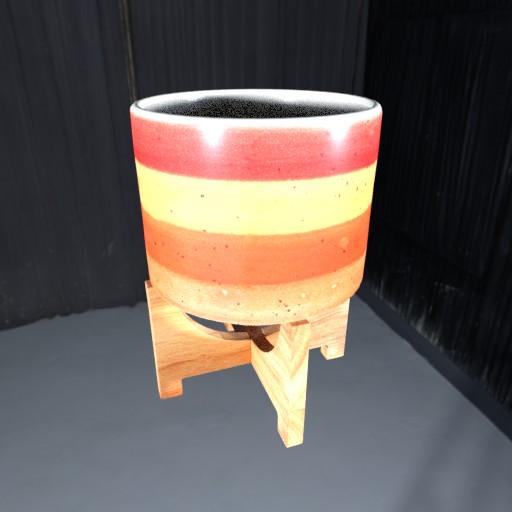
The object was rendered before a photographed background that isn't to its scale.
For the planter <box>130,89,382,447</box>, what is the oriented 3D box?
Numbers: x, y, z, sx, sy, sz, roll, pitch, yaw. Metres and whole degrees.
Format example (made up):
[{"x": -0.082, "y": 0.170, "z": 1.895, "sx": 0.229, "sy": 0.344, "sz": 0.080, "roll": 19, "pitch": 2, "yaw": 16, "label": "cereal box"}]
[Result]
[{"x": 0.000, "y": 0.000, "z": 0.402, "sx": 0.199, "sy": 0.268, "sz": 0.199, "roll": 0, "pitch": 26, "yaw": 0, "label": "planter"}]
